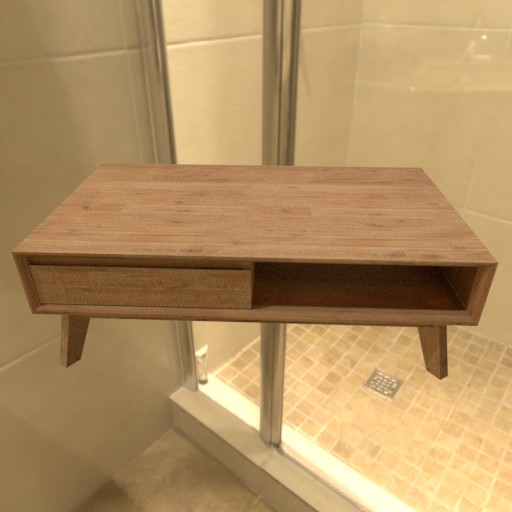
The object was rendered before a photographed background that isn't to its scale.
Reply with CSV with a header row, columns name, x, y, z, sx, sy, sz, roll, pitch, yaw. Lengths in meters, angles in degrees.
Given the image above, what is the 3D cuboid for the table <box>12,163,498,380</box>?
name,x,y,z,sx,sy,sz,roll,pitch,yaw
table,0.000,0.000,1.996,1.619,0.531,0.918,1,31,2
